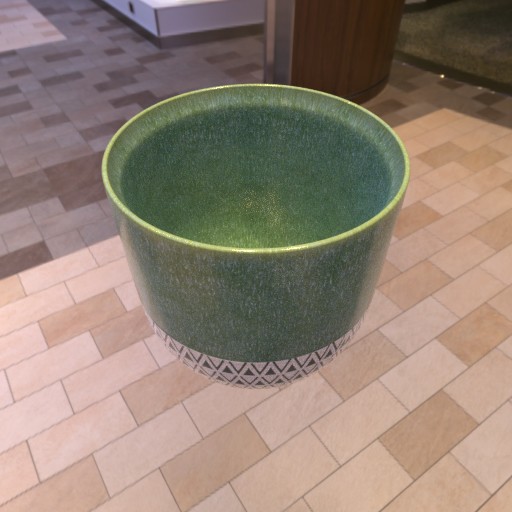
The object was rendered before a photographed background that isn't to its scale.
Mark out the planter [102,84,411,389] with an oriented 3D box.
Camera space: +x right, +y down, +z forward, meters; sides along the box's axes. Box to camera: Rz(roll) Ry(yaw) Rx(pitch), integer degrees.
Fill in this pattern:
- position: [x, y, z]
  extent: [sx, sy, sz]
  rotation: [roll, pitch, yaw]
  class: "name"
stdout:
- position: [0.000, 0.000, 0.486]
  extent: [0.266, 0.270, 0.266]
  rotation: [0, 45, 0]
  class: "planter"
